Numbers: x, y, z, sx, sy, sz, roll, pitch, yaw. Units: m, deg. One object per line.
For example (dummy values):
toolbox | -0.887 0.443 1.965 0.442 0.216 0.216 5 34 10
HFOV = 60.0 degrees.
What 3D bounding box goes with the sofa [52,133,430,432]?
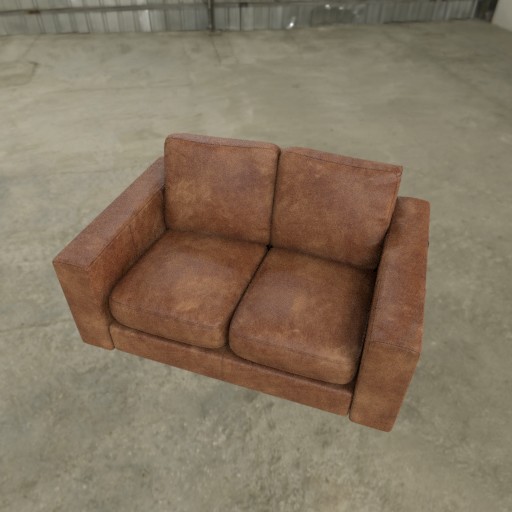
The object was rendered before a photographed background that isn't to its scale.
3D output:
sofa | 0.000 0.000 2.279 1.626 0.889 1.041 12 42 14
